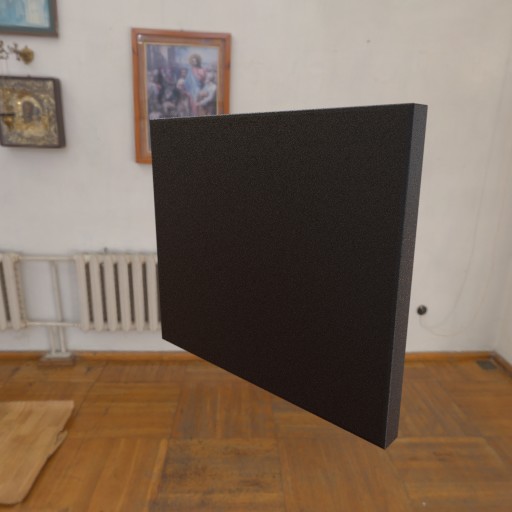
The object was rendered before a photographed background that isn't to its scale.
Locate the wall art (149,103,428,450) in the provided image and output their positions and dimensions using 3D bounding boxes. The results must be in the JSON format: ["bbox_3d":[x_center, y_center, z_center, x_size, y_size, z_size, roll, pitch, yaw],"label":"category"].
[{"bbox_3d":[0.000,0.000,0.539,0.380,0.330,0.028,13,19,42],"label":"wall art"}]
